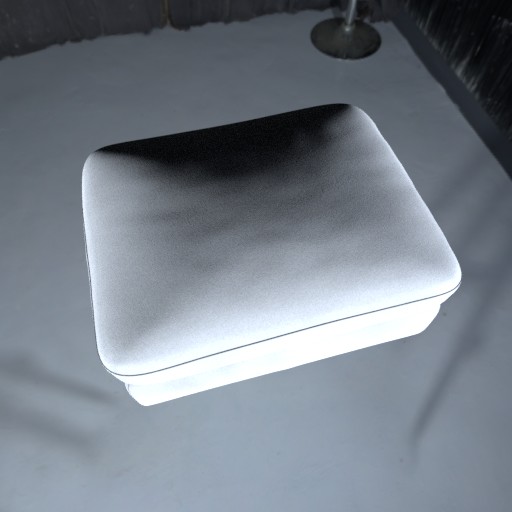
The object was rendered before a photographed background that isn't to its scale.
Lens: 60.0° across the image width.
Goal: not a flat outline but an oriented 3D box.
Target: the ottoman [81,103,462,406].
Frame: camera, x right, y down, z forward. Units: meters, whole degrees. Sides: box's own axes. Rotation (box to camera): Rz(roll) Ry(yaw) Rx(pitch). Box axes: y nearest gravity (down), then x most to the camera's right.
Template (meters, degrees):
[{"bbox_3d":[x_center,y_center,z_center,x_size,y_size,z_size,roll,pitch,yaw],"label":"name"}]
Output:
[{"bbox_3d":[0.000,0.000,1.123,0.747,0.478,0.593,-14,59,-8],"label":"ottoman"}]
